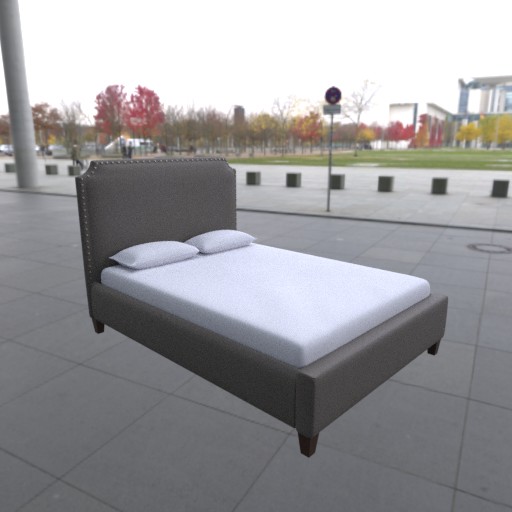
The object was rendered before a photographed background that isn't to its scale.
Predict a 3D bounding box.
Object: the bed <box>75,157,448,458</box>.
[{"bbox_3d":[0.000,0.000,3.434,2.372,1.443,1.712,13,19,42],"label":"bed"}]
